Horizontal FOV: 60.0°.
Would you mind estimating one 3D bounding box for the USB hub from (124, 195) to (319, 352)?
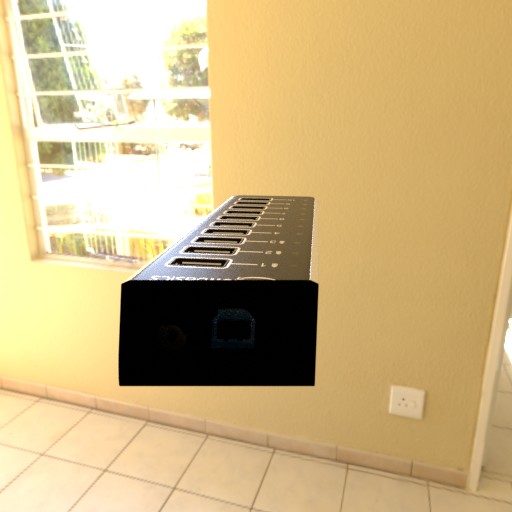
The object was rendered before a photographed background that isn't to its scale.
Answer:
[{"bbox_3d":[0.000,0.000,0.160,0.044,0.023,0.145,2,16,7],"label":"USB hub"}]
